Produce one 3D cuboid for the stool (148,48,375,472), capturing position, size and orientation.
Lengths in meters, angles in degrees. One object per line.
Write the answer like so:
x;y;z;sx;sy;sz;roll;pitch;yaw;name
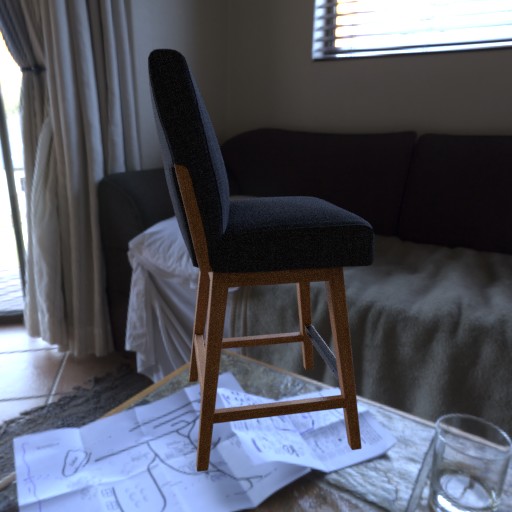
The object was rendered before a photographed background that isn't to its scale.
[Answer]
0.000;0.000;1.255;0.526;1.010;0.459;-3;16;-10;stool
